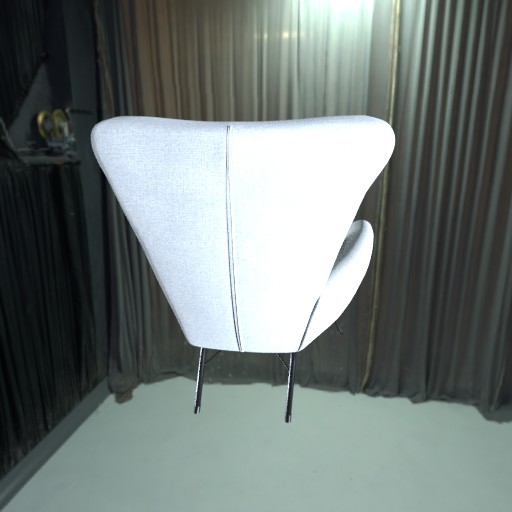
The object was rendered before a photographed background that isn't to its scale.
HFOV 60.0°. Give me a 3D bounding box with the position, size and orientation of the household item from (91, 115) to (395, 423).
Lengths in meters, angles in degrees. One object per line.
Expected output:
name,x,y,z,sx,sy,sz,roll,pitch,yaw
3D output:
household item,0.000,0.000,1.763,0.980,1.050,0.900,2,16,7
